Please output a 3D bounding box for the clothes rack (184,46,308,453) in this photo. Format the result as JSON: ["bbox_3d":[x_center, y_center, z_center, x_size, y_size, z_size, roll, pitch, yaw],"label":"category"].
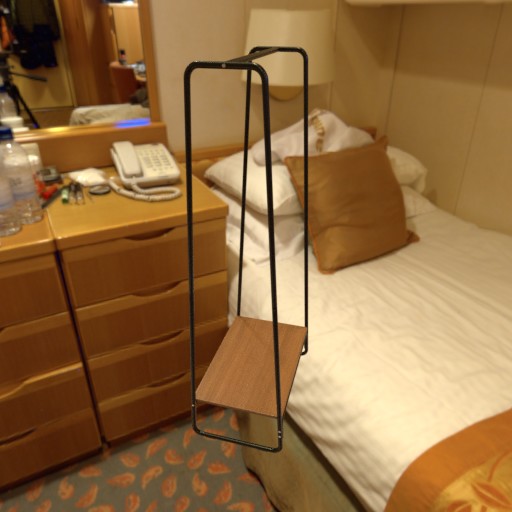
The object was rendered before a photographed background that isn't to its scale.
[{"bbox_3d":[0.000,0.000,1.794,0.400,1.500,0.640,8,30,14],"label":"clothes rack"}]
